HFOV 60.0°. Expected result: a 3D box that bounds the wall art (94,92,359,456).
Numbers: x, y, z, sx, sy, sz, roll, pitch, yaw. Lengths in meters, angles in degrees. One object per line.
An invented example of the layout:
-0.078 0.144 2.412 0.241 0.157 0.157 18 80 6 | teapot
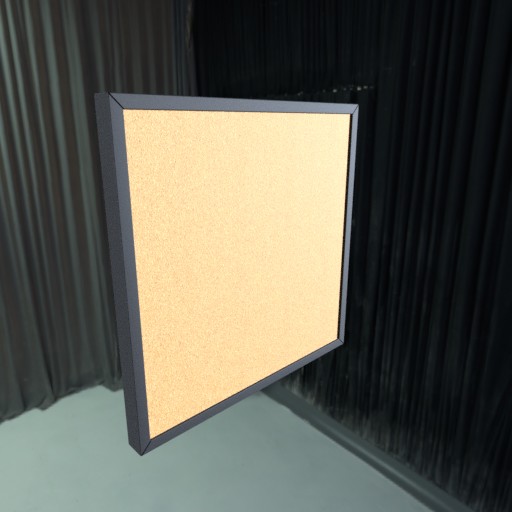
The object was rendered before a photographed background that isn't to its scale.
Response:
0.000 0.000 0.764 0.508 0.508 0.037 -15 23 -41 | wall art
